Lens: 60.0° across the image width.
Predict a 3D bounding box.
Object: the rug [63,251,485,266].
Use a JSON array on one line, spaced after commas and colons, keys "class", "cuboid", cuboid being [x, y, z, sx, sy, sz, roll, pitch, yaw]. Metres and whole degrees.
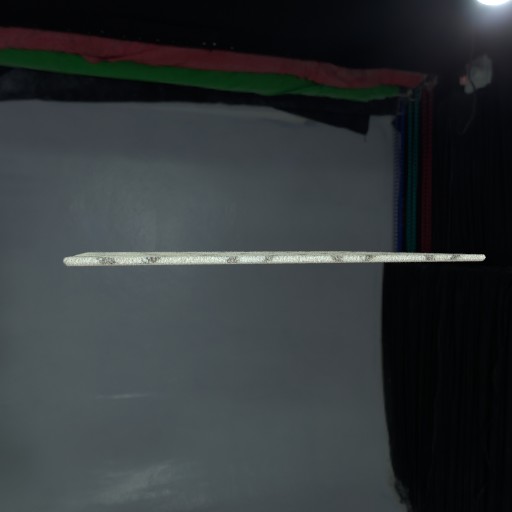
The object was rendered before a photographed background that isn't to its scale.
[{"class": "rug", "cuboid": [0.000, 0.000, 2.138, 1.600, 0.025, 1.200, 0, 1, -18]}]
